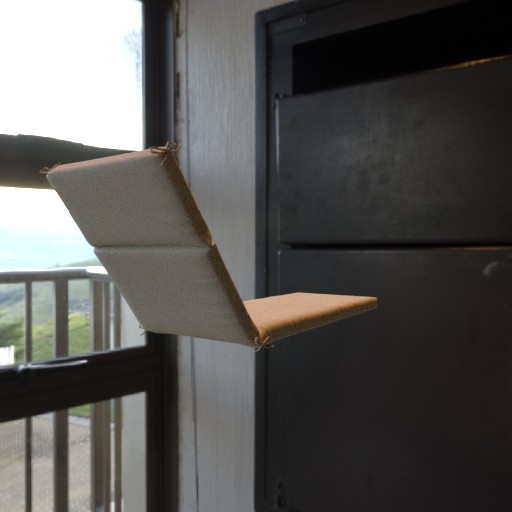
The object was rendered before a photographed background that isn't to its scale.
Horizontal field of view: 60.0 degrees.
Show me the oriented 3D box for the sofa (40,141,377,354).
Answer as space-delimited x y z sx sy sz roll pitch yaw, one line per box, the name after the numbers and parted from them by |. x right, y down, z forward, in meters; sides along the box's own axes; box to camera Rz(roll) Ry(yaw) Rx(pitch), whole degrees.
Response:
0.000 0.000 1.924 0.582 0.622 1.663 1 1 34 | sofa
